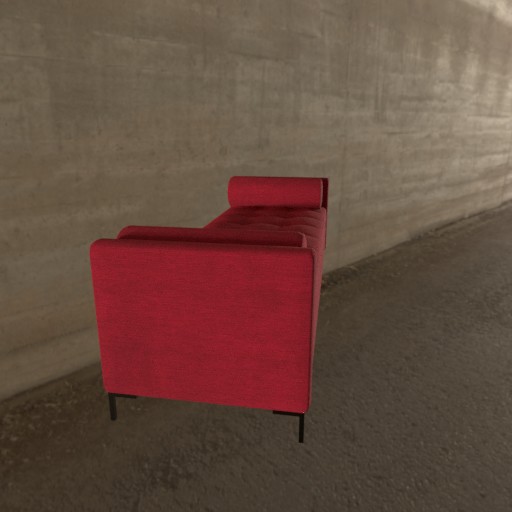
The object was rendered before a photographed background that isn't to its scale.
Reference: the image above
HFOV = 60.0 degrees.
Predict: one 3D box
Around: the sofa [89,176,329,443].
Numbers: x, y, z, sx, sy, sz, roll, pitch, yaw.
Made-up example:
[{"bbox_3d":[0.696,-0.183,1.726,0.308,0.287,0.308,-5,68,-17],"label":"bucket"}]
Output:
[{"bbox_3d":[0.000,0.000,2.290,0.686,0.635,1.981,3,16,10],"label":"sofa"}]
